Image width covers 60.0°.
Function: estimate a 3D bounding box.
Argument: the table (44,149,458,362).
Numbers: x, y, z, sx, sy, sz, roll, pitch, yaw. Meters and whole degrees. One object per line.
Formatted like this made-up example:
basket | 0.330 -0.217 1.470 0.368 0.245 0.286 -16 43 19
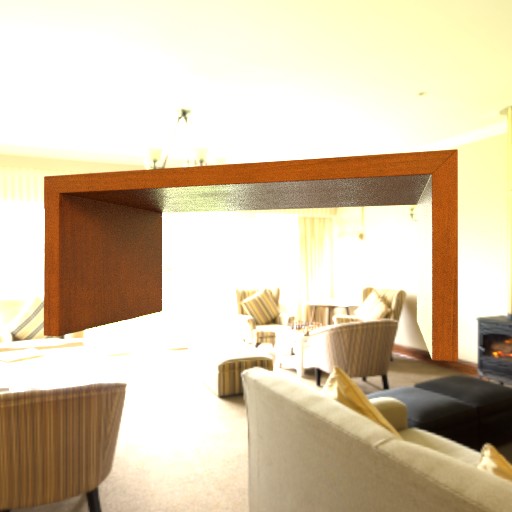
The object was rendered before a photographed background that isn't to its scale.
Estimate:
table | 0.000 0.000 1.280 1.000 0.419 0.549 0 0 17
